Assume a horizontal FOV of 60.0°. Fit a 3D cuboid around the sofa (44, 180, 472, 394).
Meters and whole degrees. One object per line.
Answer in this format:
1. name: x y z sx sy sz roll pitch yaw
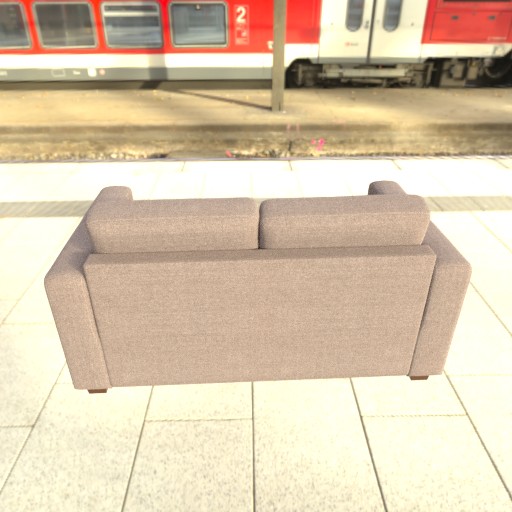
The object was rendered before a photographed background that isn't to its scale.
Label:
1. sofa: 0.000 0.000 1.999 1.520 0.800 0.900 -2 31 -3
